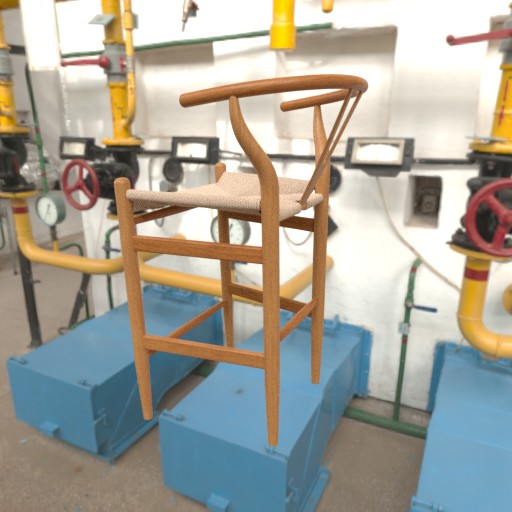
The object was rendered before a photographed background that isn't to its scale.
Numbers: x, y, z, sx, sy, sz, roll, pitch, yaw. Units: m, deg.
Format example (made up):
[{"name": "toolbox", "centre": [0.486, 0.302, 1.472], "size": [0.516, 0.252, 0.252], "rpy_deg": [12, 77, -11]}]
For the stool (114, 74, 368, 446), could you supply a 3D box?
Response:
[{"name": "stool", "centre": [0.000, 0.000, 1.318], "size": [0.579, 0.970, 0.569], "rpy_deg": [9, 19, 26]}]
